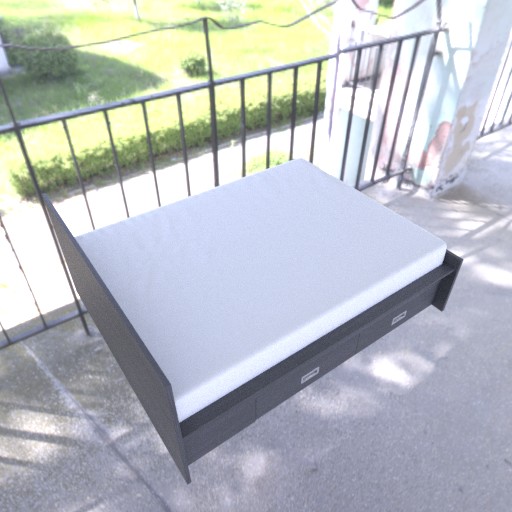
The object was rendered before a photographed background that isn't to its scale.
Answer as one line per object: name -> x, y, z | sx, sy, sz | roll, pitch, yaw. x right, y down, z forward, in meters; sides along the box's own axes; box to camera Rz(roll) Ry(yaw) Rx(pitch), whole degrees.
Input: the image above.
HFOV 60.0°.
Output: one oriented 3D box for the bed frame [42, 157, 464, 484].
bed frame -> 0.000, 0.000, 2.807 | 1.960, 0.800, 1.622 | -24, 45, -27
